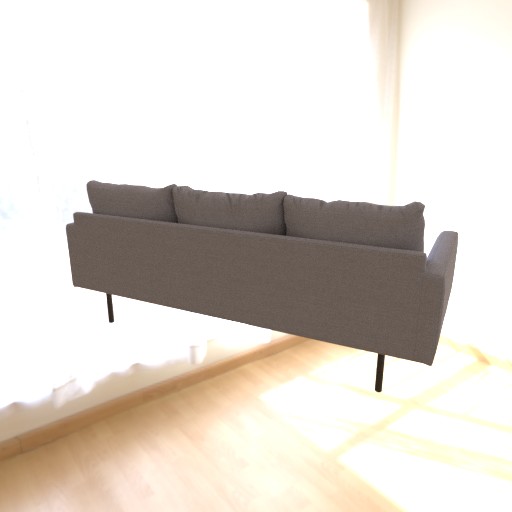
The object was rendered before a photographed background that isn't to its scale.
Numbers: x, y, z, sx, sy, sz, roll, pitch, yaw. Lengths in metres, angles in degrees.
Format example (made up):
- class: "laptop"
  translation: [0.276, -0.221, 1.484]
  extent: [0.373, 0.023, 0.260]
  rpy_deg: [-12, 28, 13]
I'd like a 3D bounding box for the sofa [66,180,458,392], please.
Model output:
- class: "sofa"
  translation: [0.000, 0.000, 2.466]
  extent: [2.000, 0.830, 0.850]
  rpy_deg: [8, 18, 26]
